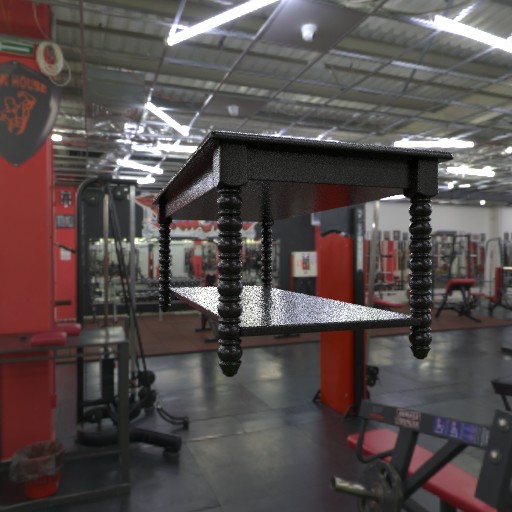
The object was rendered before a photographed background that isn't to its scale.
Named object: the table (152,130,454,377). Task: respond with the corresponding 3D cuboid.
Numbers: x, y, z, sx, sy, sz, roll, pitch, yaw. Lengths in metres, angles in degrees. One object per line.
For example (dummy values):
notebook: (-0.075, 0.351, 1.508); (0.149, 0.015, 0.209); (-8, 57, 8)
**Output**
table: (0.000, 0.000, 1.487); (0.580, 0.487, 1.171); (0, 0, -19)
